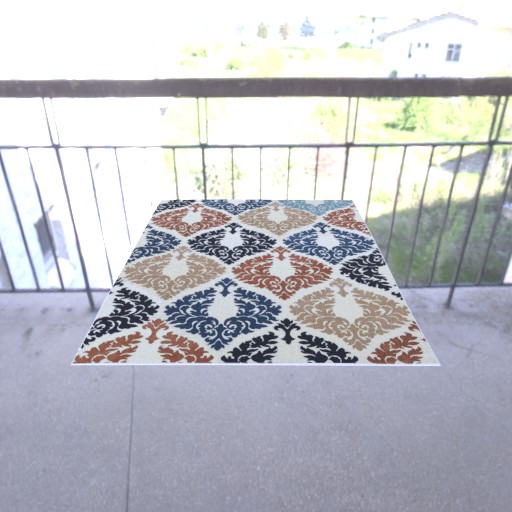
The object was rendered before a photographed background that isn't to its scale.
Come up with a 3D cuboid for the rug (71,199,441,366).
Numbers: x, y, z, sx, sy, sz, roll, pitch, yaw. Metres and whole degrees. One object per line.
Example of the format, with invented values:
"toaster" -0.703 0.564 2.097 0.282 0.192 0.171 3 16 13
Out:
"rug" 0.000 0.000 4.224 2.423 0.014 3.040 0 28 0
